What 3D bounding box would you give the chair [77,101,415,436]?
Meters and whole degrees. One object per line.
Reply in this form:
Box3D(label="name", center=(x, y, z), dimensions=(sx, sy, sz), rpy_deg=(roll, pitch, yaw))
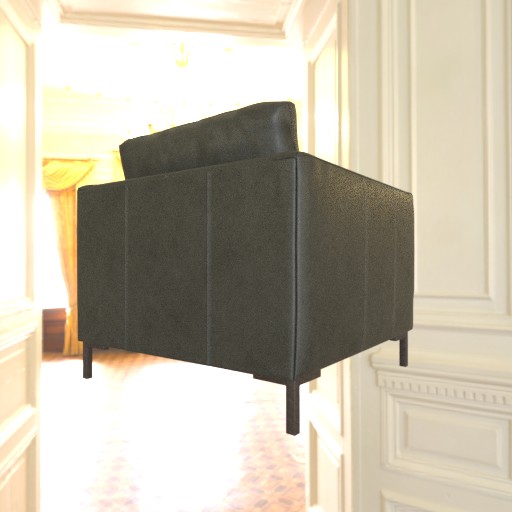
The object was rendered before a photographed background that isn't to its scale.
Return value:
Box3D(label="chair", center=(0.000, 0.000, 1.516), dimensions=(0.967, 0.824, 0.861), rpy_deg=(0, -1, 36))
